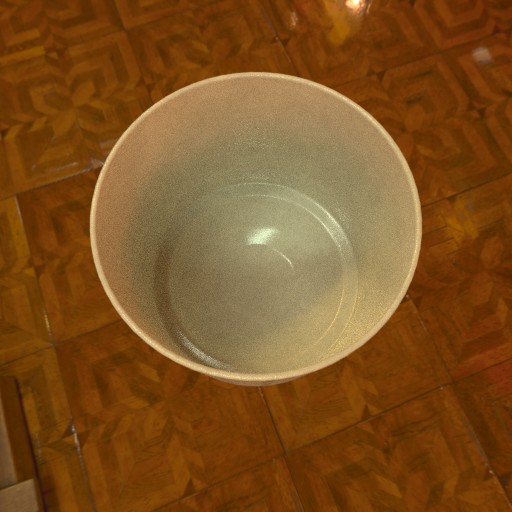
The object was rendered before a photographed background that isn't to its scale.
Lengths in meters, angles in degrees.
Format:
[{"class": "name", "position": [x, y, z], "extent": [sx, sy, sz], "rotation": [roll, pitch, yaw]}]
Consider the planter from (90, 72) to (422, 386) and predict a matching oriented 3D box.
[{"class": "planter", "position": [0.000, 0.000, 0.340], "extent": [0.190, 0.181, 0.190], "rotation": [0, 73, 0]}]
